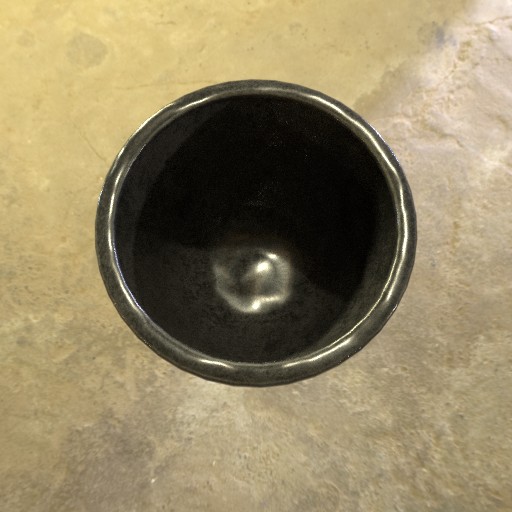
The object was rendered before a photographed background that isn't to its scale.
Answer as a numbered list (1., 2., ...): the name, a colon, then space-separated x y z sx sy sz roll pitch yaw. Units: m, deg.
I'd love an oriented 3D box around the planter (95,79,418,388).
1. planter: 0.000 0.000 0.250 0.140 0.129 0.140 0 75 0
